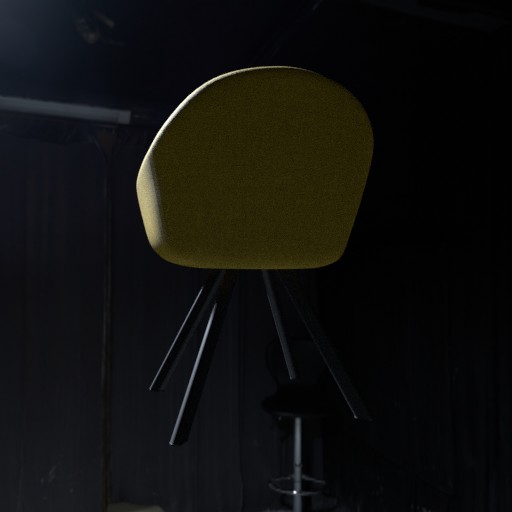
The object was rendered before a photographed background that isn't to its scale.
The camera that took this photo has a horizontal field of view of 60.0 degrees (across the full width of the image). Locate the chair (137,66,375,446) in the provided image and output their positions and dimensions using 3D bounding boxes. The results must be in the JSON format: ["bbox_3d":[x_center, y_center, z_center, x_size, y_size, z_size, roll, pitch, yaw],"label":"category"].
[{"bbox_3d":[0.000,0.000,1.169,0.590,0.795,0.550,0,-1,-19],"label":"chair"}]
